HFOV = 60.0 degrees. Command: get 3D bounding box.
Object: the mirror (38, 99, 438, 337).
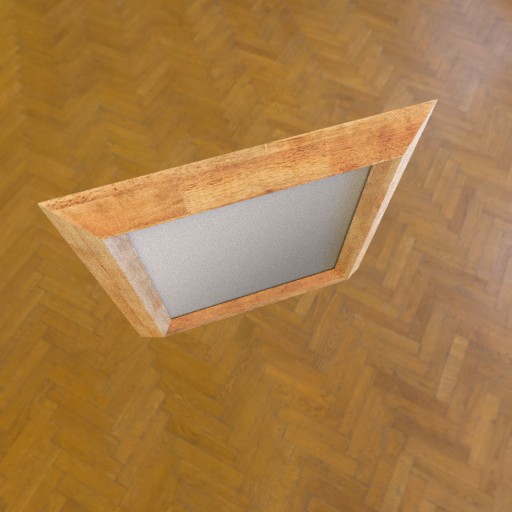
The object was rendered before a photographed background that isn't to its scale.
[{"bbox_3d":[0.000,0.000,0.966,0.651,0.651,0.047,-17,64,-8],"label":"mirror"}]
